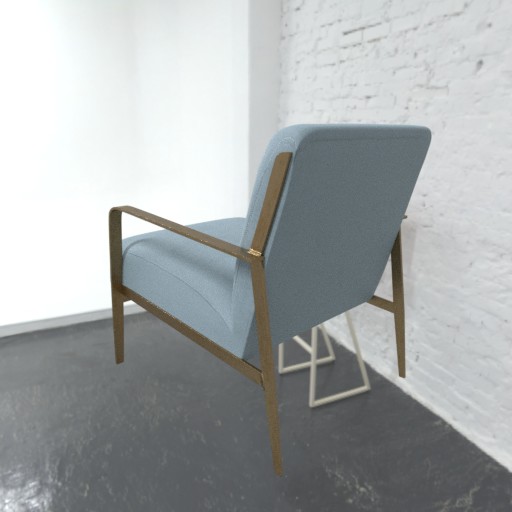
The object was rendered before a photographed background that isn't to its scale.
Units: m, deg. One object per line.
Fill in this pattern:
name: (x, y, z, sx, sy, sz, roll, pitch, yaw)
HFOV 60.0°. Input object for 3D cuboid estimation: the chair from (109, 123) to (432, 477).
chair: (0.000, 0.000, 1.449, 0.701, 0.824, 0.842, -15, 22, -43)
